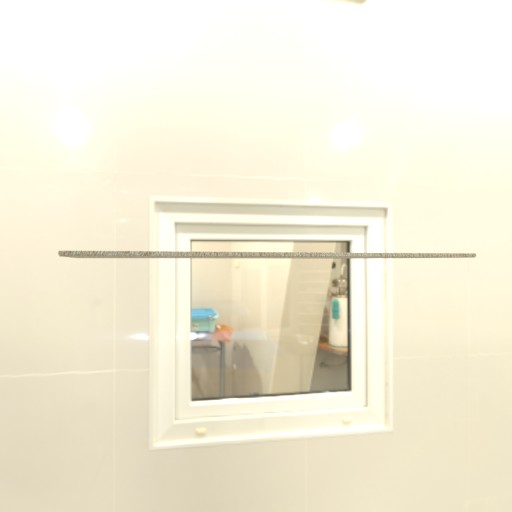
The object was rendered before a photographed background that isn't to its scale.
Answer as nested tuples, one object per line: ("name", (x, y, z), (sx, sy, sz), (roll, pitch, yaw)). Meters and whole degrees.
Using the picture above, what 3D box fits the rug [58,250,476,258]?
("rug", (0.000, 0.000, 3.018), (2.349, 0.025, 1.500), (0, -1, -19))
